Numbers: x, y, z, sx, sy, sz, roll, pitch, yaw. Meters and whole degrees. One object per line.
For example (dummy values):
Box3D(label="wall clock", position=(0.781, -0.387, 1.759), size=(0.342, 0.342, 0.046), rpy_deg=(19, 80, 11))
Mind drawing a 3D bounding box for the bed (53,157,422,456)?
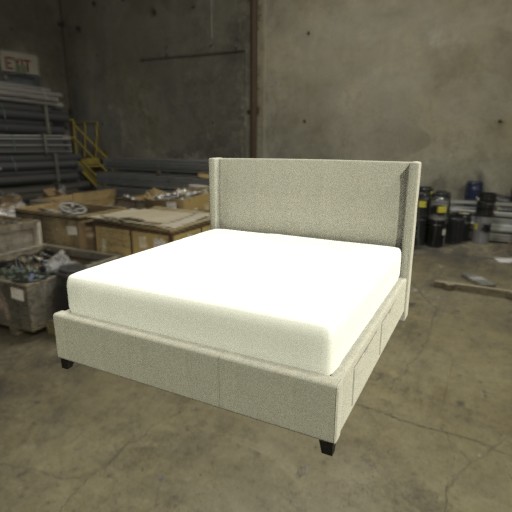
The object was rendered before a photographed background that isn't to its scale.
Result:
Box3D(label="bed", position=(0.000, 0.000, 3.619), size=(2.140, 1.470, 2.280), rpy_deg=(7, 16, 26))
